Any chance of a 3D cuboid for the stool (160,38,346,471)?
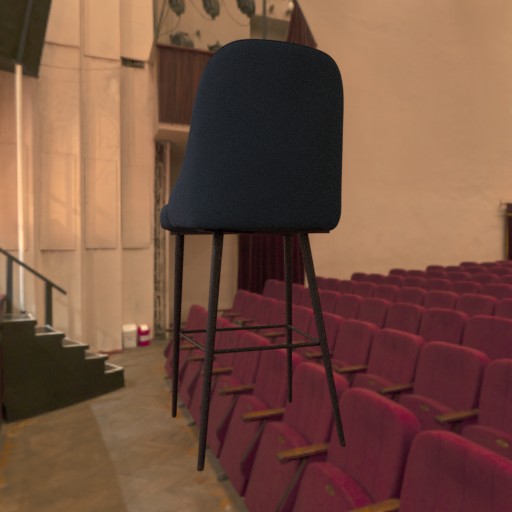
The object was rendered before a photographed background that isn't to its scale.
[{"bbox_3d":[0.000,0.000,1.348,0.527,1.079,0.489,0,1,-20],"label":"stool"}]
